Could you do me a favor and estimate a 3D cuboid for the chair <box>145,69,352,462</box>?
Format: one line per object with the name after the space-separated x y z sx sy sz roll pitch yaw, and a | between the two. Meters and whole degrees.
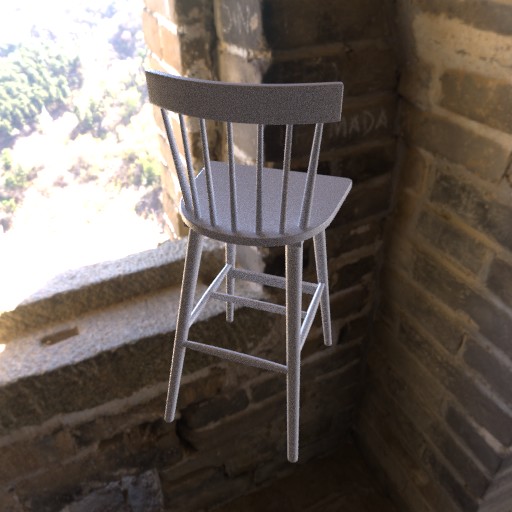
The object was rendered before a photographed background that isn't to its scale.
0.000 0.000 1.375 0.483 1.092 0.572 11 34 16 | chair
